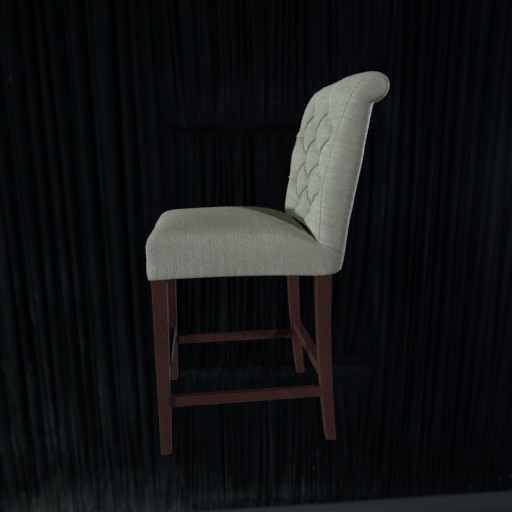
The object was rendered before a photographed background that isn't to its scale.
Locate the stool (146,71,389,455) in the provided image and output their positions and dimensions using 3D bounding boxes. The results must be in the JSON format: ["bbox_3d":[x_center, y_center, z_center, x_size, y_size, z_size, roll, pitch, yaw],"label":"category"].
[{"bbox_3d":[0.000,0.000,1.449,0.660,1.084,0.486,-2,14,-7],"label":"stool"}]
